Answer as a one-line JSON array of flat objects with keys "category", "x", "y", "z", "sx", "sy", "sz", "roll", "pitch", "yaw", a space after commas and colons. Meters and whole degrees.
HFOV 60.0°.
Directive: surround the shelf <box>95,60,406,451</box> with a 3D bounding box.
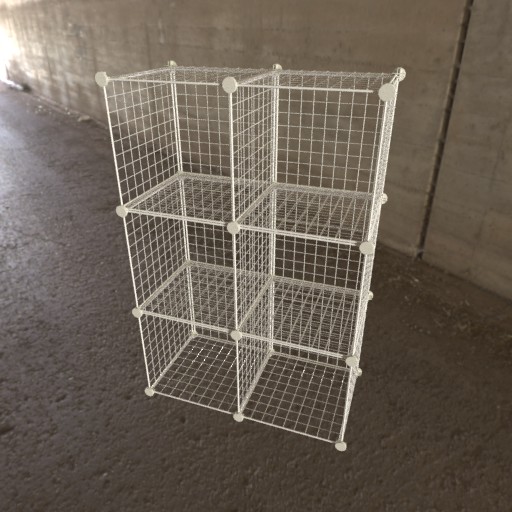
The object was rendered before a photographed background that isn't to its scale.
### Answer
[{"category": "shelf", "x": 0.000, "y": 0.000, "z": 1.370, "sx": 0.711, "sy": 1.067, "sz": 0.356, "roll": 9, "pitch": 29, "yaw": 17}]
